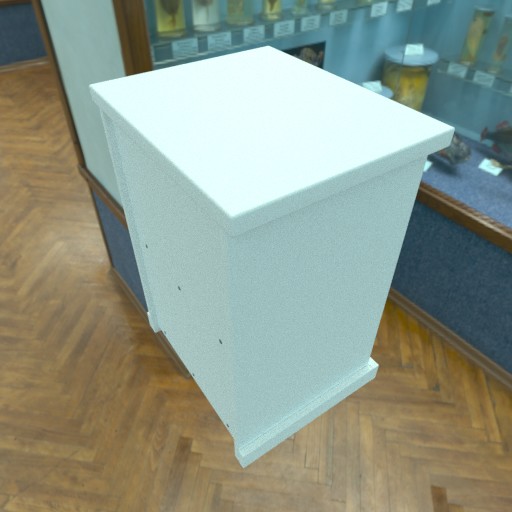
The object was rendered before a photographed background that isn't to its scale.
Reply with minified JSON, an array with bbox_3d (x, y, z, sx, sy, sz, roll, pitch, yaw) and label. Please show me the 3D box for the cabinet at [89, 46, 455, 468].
[{"bbox_3d":[0.000,0.000,1.027,0.431,0.723,0.520,-25,47,-25],"label":"cabinet"}]
